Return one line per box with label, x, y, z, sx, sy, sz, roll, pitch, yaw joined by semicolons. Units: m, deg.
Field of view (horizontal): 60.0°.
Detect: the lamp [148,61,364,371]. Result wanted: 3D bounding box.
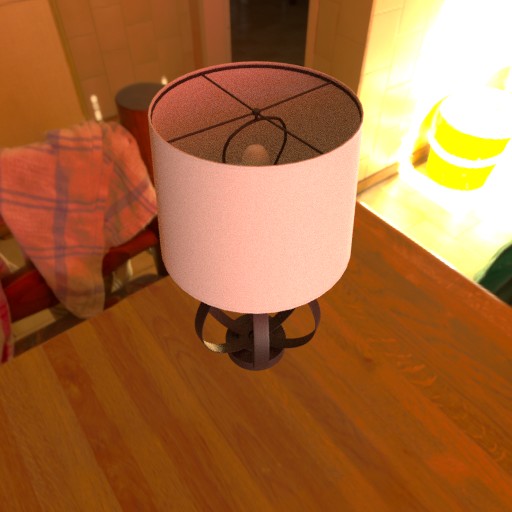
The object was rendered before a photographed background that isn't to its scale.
lamp;0.000;0.000;0.706;0.286;0.510;0.286;0;46;0
